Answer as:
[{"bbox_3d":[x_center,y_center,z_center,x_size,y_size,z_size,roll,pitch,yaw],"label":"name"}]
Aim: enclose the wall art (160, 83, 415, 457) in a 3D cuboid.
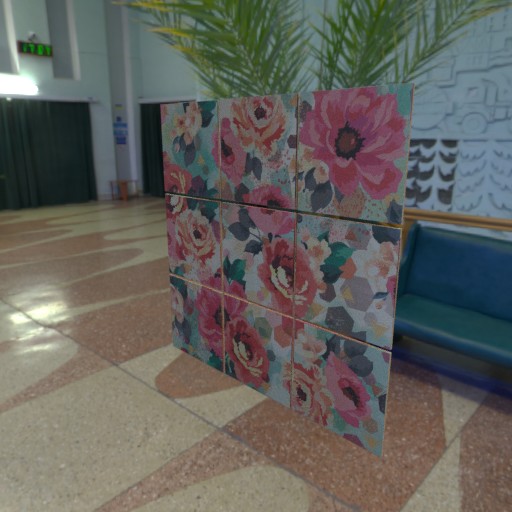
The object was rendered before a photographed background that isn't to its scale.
[{"bbox_3d":[0.000,0.000,2.235,1.521,1.519,0.013,14,21,42],"label":"wall art"}]
